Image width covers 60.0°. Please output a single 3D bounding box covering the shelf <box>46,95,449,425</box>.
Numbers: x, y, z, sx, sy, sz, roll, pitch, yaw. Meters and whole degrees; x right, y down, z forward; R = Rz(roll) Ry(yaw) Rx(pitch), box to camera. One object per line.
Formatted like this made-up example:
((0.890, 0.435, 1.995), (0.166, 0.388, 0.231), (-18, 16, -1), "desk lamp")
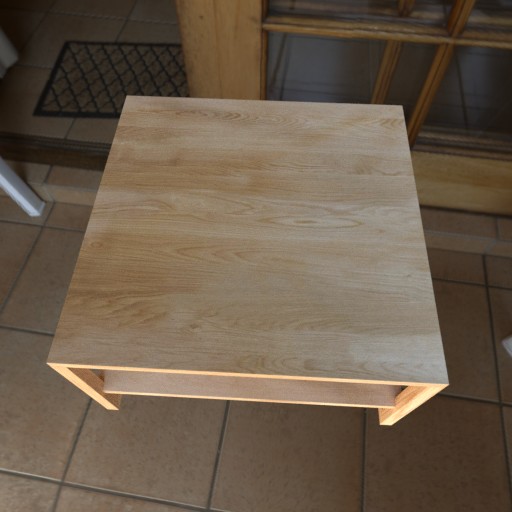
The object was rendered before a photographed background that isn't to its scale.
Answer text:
((0.000, 0.000, 1.422), (0.899, 0.480, 0.899), (3, 59, 2), "shelf")
